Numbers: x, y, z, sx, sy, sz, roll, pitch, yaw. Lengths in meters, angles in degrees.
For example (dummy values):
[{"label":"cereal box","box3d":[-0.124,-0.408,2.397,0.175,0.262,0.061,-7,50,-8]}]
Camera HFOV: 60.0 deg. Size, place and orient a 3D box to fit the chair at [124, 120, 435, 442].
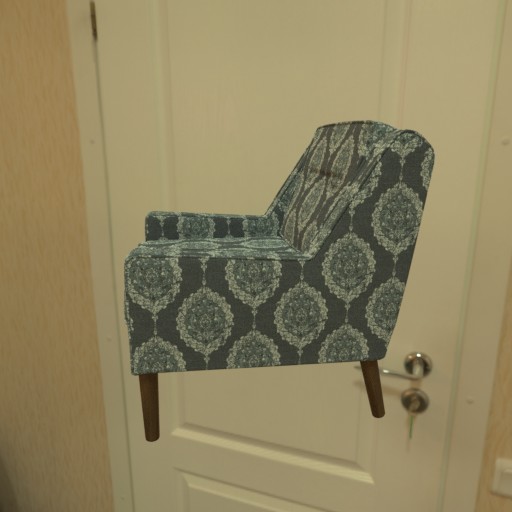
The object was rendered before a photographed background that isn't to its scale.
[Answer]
[{"label":"chair","box3d":[0.000,0.000,1.361,0.743,0.792,0.663,-2,15,-9]}]
